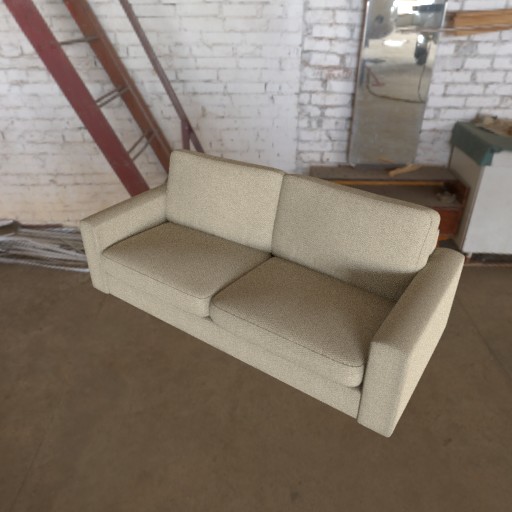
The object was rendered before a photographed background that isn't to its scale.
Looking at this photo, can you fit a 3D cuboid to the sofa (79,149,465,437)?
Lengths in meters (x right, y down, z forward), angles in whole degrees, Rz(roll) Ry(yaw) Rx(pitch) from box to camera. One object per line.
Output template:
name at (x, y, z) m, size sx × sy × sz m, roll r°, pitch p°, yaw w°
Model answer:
sofa at (0.000, 0.000, 2.733) m, size 2.179 × 0.873 × 1.016 m, roll 20°, pitch 36°, yaw 29°
